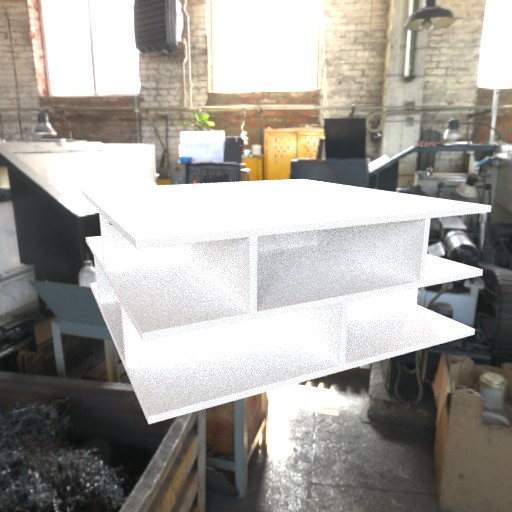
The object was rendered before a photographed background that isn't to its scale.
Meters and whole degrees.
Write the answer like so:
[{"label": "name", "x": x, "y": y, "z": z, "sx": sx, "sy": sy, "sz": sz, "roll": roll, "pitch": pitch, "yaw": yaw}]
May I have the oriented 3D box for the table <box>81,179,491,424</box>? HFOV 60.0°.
[{"label": "table", "x": 0.000, "y": 0.000, "z": 1.071, "sx": 0.700, "sy": 0.289, "sz": 0.700, "roll": -7, "pitch": 16, "yaw": -26}]
